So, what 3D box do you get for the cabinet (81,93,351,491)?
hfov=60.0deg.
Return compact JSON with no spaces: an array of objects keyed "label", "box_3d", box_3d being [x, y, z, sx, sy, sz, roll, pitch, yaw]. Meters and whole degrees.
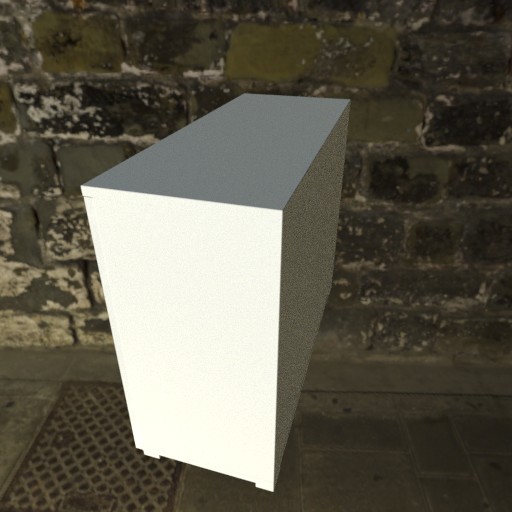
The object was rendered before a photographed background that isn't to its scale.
[{"label":"cabinet","box_3d":[0.000,0.000,1.415,0.400,0.800,1.000,9,31,15]}]
